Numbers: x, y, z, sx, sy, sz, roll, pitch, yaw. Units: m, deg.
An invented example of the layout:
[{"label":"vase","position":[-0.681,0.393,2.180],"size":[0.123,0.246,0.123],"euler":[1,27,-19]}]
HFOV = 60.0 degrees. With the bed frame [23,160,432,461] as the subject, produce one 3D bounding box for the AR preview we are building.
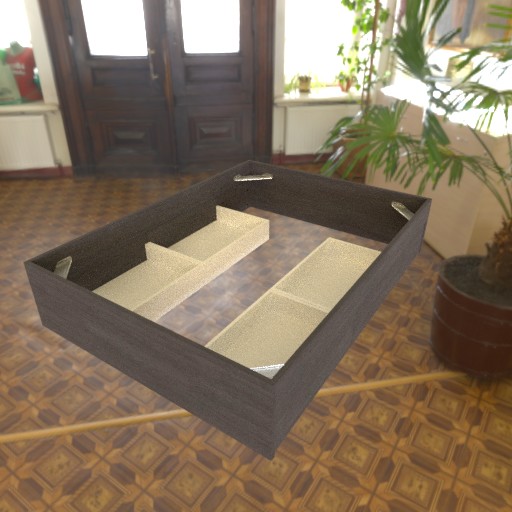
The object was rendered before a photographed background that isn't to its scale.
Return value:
[{"label":"bed frame","position":[0.000,0.000,2.624],"size":[1.448,0.459,1.944],"euler":[19,35,29]}]
